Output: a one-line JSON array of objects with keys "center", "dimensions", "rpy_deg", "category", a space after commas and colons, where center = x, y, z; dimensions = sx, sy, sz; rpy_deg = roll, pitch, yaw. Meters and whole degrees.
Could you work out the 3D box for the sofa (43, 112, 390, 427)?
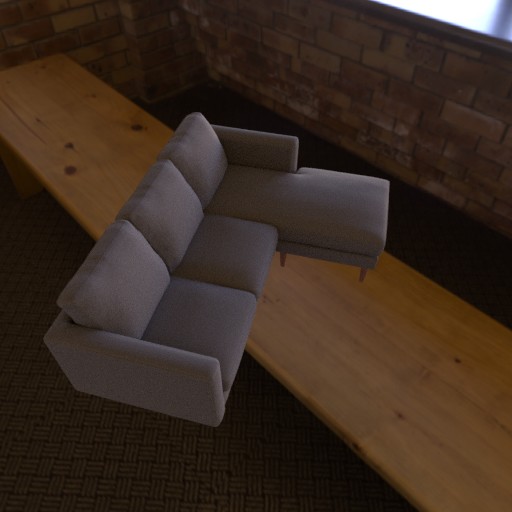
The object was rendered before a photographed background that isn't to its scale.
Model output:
[{"center": [0.000, 0.000, 2.820], "dimensions": [1.591, 0.897, 2.031], "rpy_deg": [11, 48, 10], "category": "sofa"}]
